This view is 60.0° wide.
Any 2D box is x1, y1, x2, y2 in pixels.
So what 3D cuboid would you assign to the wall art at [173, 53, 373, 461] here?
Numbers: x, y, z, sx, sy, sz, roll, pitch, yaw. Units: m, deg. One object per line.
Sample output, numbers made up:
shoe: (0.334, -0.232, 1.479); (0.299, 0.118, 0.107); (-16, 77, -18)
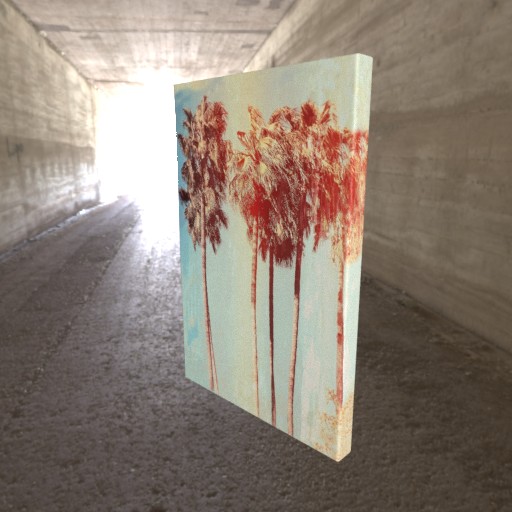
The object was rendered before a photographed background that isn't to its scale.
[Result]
wall art: (0.000, 0.000, 0.787); (0.401, 0.610, 0.038); (12, 18, 42)
